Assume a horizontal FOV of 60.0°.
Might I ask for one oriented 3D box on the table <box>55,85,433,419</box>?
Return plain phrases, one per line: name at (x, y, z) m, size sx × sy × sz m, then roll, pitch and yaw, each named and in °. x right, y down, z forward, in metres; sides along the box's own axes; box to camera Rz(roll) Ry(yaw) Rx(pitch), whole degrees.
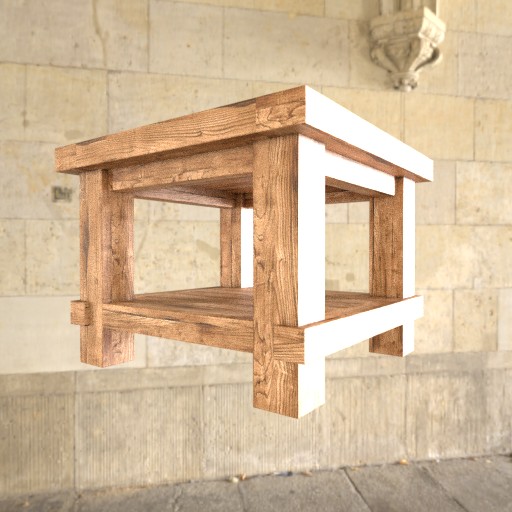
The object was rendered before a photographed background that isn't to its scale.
table at (0.000, 0.000, 1.005) m, size 0.610 × 0.457 × 0.610 m, roll 1°, pitch 1°, yaw 36°
